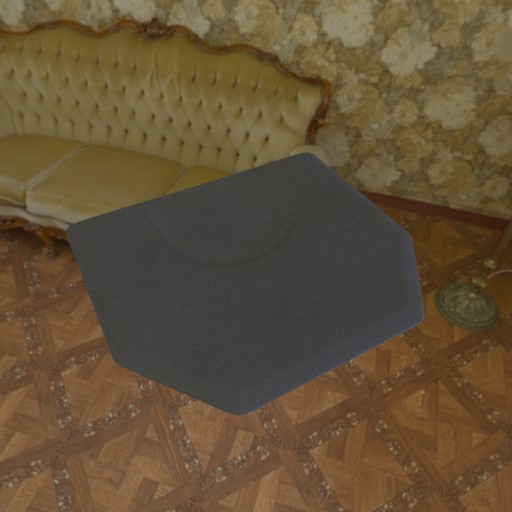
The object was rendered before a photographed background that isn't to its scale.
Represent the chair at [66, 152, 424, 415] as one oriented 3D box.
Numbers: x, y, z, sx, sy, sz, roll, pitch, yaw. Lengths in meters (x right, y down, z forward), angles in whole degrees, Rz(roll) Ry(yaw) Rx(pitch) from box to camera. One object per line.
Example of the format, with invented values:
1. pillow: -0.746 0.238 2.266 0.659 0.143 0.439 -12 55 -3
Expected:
1. chair: 0.000 0.000 1.913 1.372 0.024 1.219 -21 48 -20
